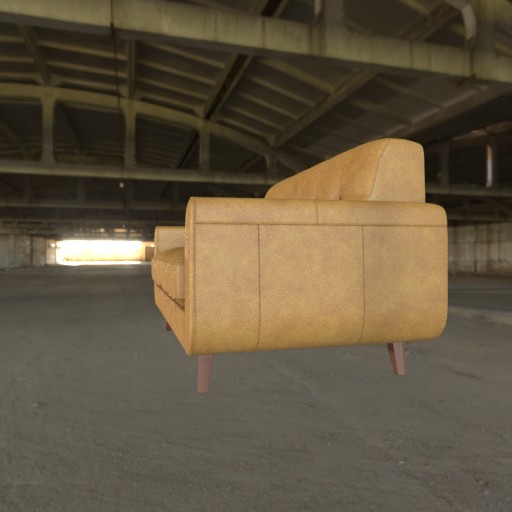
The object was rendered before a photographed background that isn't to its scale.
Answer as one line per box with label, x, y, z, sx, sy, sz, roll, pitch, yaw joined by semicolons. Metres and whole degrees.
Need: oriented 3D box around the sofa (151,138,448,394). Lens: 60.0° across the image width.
sofa;0.000;0.000;2.231;0.952;0.925;1.651;0;0;-17
